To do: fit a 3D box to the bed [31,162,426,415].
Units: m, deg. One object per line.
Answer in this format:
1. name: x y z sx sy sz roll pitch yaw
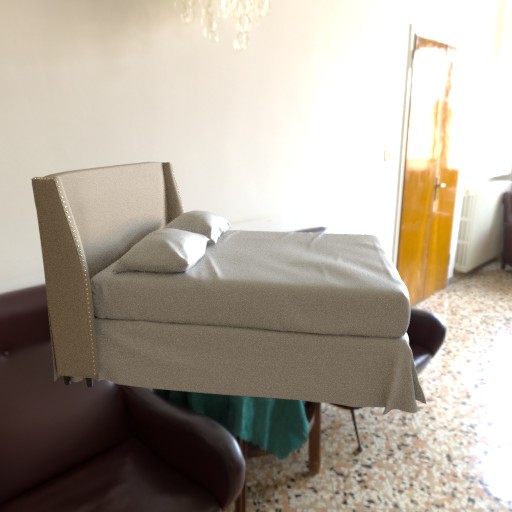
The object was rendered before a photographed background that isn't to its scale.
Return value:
1. bed: 0.000 0.000 3.366 2.276 1.332 1.925 2 15 9
